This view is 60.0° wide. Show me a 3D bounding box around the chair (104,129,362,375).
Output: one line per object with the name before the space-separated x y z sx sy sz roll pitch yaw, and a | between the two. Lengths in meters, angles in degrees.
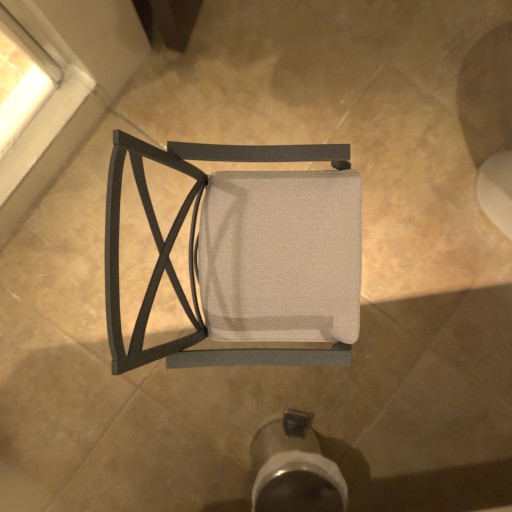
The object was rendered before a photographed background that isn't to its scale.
chair | 0.000 0.000 1.325 0.620 0.889 0.575 0 89 -1
